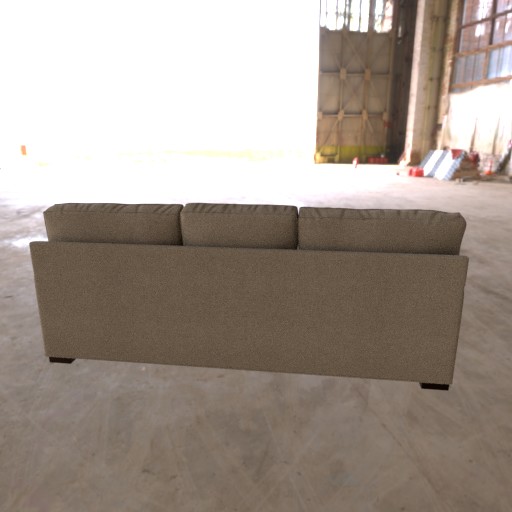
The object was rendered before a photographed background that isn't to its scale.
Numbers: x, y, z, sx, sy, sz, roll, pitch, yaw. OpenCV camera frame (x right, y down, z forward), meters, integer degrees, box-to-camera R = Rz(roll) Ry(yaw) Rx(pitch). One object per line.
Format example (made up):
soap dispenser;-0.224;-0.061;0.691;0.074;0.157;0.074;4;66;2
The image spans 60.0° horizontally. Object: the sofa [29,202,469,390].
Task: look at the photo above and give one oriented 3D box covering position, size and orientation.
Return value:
sofa;0.000;0.000;2.834;2.087;0.861;1.496;2;16;7
